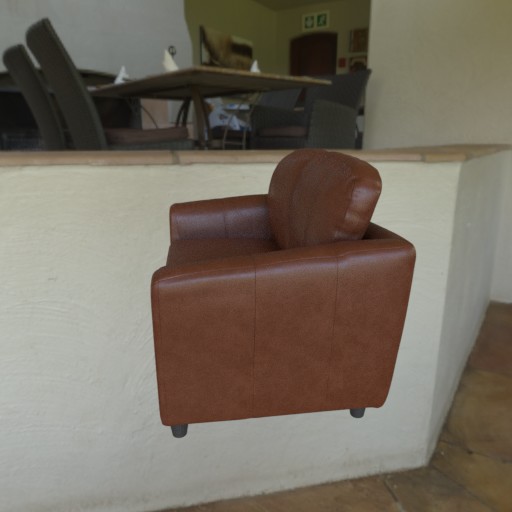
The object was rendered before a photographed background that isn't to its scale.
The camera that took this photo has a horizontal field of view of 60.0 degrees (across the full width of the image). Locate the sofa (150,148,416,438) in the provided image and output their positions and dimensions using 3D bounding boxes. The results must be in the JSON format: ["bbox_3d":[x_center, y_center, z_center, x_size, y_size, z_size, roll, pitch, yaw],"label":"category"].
[{"bbox_3d":[0.000,0.000,1.950,0.805,0.906,1.406,-2,15,-8],"label":"sofa"}]
